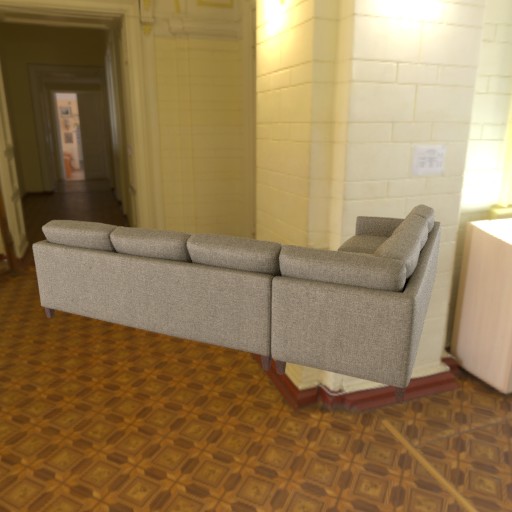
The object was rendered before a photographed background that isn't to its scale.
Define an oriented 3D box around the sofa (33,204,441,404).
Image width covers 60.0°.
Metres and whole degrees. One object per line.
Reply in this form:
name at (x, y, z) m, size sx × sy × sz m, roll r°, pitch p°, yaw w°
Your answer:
sofa at (0.000, 0.000, 4.451) m, size 3.302 × 0.947 × 2.593 m, roll 7°, pitch 18°, yaw 24°
